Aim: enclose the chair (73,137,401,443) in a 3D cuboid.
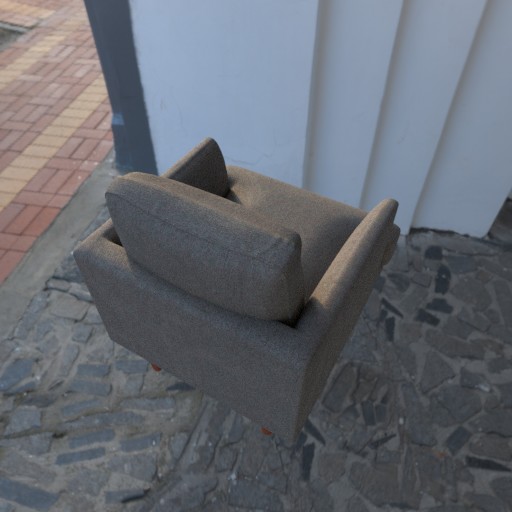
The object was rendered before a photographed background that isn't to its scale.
[{"bbox_3d":[0.000,0.000,1.655,0.858,0.957,0.899,23,51,20],"label":"chair"}]
